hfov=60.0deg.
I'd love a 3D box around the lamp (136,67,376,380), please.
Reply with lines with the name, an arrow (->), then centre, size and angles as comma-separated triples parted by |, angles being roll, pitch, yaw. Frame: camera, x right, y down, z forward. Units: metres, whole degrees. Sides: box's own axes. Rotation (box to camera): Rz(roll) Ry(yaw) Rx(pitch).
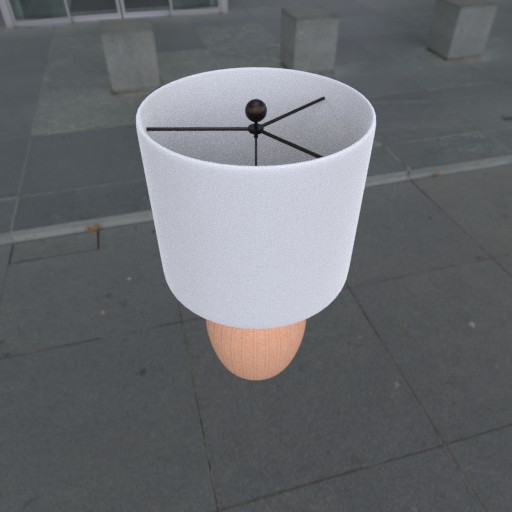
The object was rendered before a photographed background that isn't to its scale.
lamp -> 0.000, 0.000, 0.795 | 0.329, 0.570, 0.329 | 0, 41, 0
